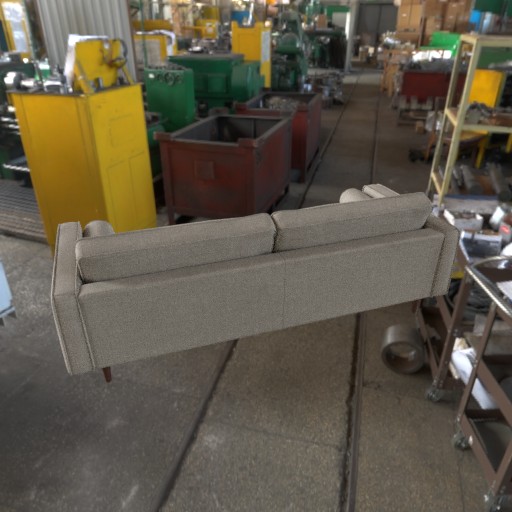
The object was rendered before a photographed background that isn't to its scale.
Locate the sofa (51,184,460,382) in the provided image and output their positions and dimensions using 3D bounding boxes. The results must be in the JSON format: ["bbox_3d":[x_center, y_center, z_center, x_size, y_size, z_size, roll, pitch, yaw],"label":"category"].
[{"bbox_3d":[0.000,0.000,2.674,2.211,0.762,0.914,-9,30,-17],"label":"sofa"}]
